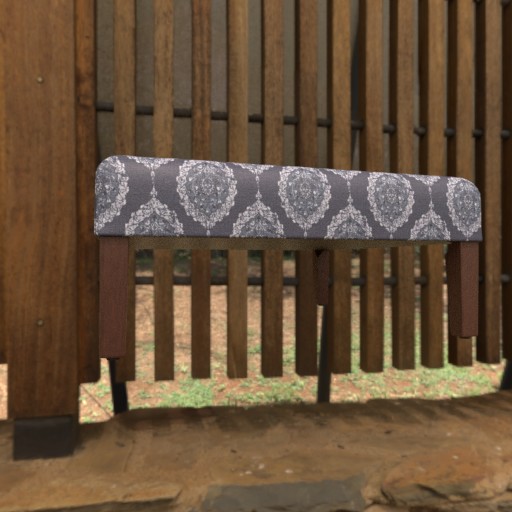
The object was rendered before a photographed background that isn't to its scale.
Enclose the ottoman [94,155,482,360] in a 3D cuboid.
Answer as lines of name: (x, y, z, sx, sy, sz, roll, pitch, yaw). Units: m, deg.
ottoman: (0.000, 0.000, 1.366, 0.889, 0.409, 0.890, 0, -1, -17)
